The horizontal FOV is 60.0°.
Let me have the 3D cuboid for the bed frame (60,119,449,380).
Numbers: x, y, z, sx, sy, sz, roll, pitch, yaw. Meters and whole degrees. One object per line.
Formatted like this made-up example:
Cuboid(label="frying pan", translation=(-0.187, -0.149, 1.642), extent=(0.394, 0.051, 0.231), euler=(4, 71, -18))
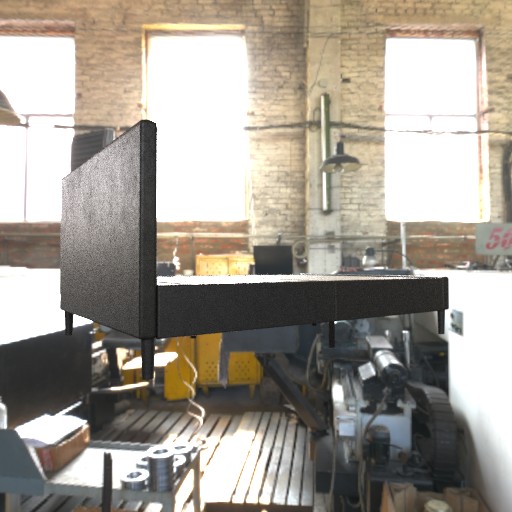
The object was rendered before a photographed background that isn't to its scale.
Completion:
Cuboid(label="bed frame", translation=(0.000, 0.000, 2.968), extent=(2.152, 1.046, 1.469), euler=(1, -2, -35))
